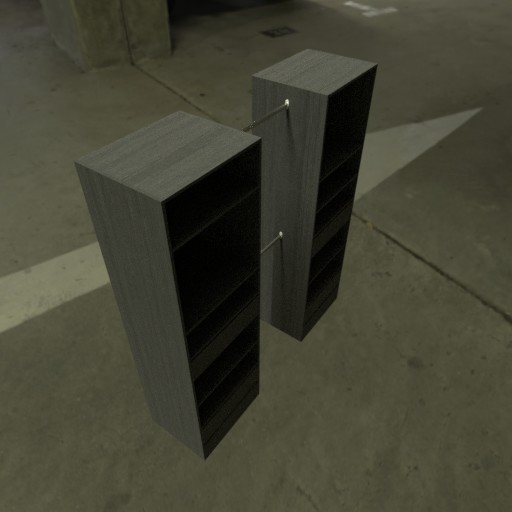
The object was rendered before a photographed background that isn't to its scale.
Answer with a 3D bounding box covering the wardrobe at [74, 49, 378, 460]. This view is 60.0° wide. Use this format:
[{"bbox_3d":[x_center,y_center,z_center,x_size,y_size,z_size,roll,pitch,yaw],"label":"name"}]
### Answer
[{"bbox_3d":[0.000,0.000,2.831,0.480,2.000,1.770,26,47,26],"label":"wardrobe"}]
